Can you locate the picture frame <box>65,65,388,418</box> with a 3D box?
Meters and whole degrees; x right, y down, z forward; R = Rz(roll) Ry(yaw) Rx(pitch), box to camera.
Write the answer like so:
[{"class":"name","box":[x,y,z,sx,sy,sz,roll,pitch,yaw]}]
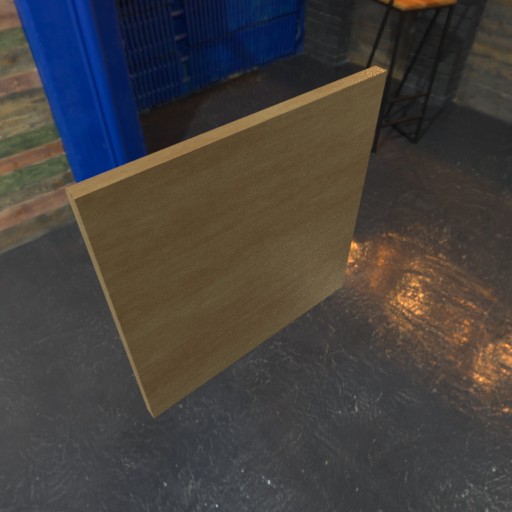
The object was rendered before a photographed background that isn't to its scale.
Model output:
[{"class":"picture frame","box":[0.000,0.000,1.134,0.758,0.761,0.037,-30,52,-27]}]
